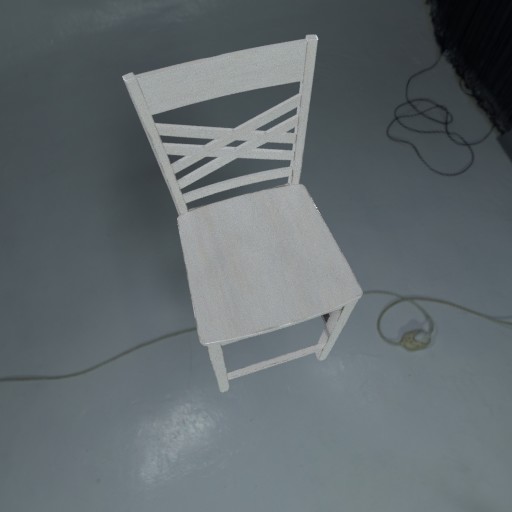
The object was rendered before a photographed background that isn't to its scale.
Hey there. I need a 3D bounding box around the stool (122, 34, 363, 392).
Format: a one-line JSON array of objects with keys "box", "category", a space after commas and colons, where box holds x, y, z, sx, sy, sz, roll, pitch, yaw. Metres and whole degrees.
[{"box": [0.000, 0.000, 1.380, 0.462, 1.079, 0.539, -16, 64, -8], "category": "stool"}]
